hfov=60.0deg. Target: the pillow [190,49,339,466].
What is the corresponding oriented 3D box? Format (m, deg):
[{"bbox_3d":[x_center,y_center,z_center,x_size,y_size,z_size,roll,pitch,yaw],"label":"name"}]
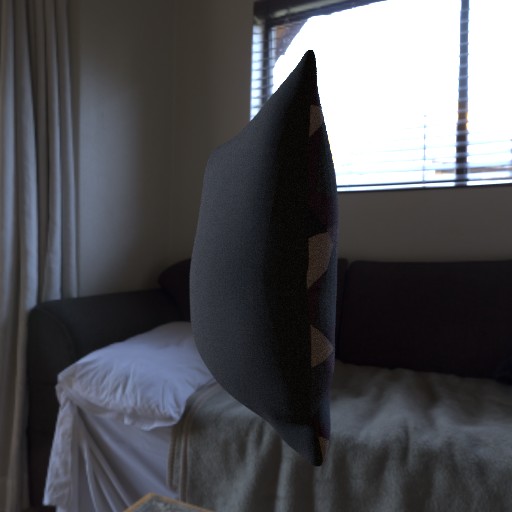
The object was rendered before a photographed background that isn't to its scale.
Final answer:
[{"bbox_3d":[0.000,0.000,0.754,0.208,0.496,0.503,0,0,-18],"label":"pillow"}]
